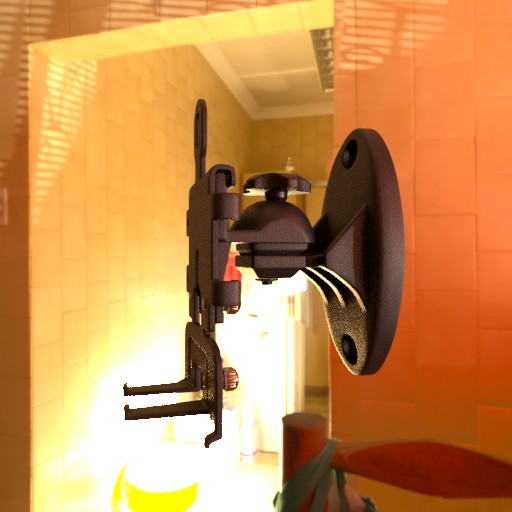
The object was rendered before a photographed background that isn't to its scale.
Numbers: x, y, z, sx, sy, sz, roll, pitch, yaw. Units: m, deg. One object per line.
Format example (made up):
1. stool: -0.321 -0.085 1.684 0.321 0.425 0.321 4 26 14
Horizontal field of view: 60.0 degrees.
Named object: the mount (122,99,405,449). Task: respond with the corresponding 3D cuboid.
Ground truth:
1. mount: 0.000 0.000 0.174 0.100 0.118 0.066 0 0 -17
